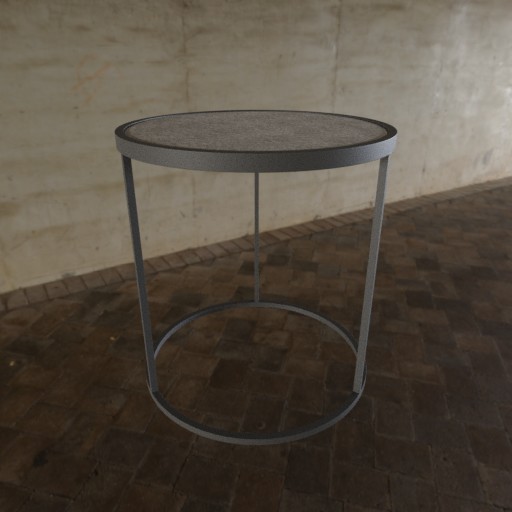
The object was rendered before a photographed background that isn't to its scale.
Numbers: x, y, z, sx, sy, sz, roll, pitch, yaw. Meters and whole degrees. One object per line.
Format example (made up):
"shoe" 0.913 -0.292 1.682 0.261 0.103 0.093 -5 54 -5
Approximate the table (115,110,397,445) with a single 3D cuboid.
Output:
"table" 0.000 0.000 0.869 0.470 0.498 0.470 0 25 0
